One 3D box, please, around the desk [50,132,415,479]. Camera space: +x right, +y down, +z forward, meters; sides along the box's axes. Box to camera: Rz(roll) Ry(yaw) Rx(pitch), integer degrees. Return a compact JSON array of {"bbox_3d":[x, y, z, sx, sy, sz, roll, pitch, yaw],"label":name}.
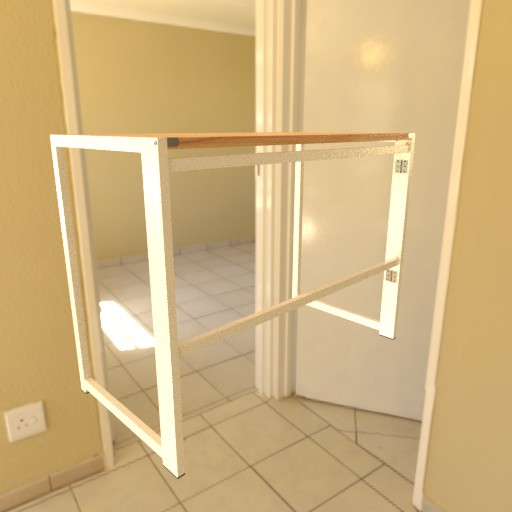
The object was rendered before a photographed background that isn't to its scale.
[{"bbox_3d":[0.000,0.000,1.431,1.016,0.762,0.508,-15,22,-43],"label":"desk"}]
